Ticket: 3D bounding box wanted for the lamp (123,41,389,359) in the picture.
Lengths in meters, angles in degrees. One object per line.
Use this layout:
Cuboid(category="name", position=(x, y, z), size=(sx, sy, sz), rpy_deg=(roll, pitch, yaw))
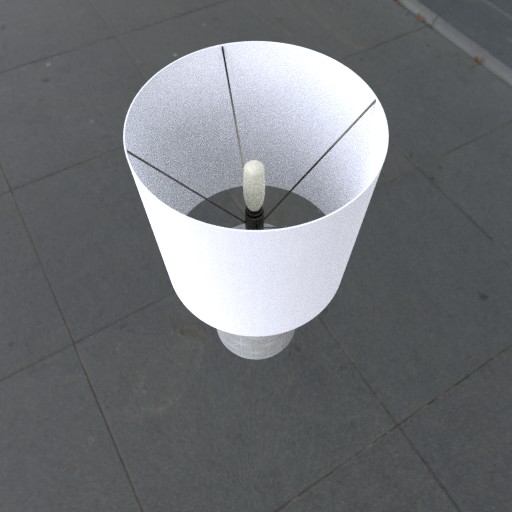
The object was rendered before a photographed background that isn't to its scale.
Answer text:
Cuboid(category="lamp", position=(0.000, 0.000, 0.527), size=(0.206, 0.416, 0.206), rpy_deg=(-14, 61, -8))
